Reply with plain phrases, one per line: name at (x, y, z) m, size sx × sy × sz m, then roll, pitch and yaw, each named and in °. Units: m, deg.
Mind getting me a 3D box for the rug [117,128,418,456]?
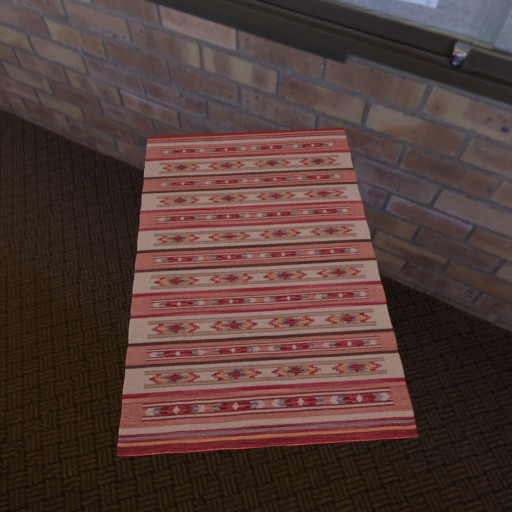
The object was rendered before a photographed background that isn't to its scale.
rug at (0.000, 0.000, 2.268) m, size 1.223 × 0.008 × 1.817 m, roll -3°, pitch 58°, yaw -2°
